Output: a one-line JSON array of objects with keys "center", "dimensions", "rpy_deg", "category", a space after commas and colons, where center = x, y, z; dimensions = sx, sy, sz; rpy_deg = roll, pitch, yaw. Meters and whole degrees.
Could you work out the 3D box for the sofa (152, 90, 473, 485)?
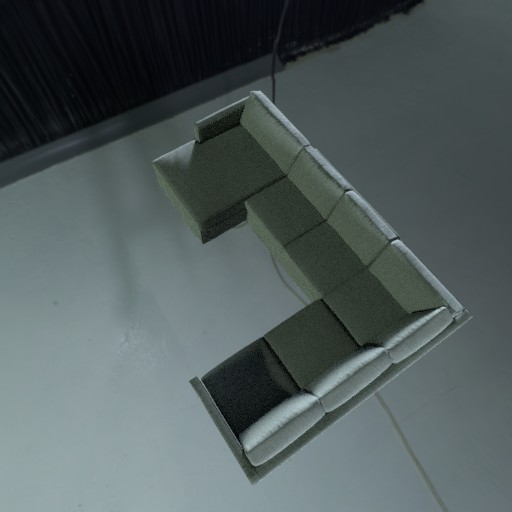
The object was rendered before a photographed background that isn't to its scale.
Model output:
[{"center": [0.000, 0.000, 4.546], "dimensions": [2.440, 0.869, 3.434], "rpy_deg": [-31, 67, -15], "category": "sofa"}]
